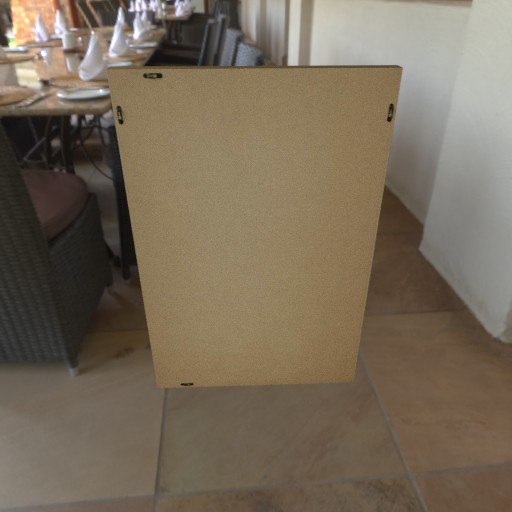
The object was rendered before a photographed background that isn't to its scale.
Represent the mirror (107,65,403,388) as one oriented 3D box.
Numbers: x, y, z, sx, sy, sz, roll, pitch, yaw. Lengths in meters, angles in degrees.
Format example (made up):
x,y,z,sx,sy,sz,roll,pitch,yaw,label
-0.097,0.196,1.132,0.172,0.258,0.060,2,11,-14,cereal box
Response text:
x,y,z,sx,sy,sz,roll,pitch,yaw,label
0.000,0.000,1.157,0.609,0.915,0.041,-1,31,-2,mirror
